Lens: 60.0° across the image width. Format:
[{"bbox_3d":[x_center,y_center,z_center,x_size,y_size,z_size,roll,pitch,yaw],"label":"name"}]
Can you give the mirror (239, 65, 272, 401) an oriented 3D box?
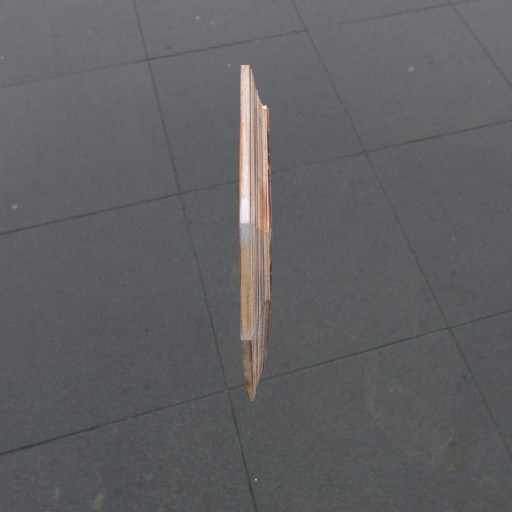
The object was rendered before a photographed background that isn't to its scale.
[{"bbox_3d":[0.000,0.000,1.297,0.061,1.015,0.709,0,63,0],"label":"mirror"}]
